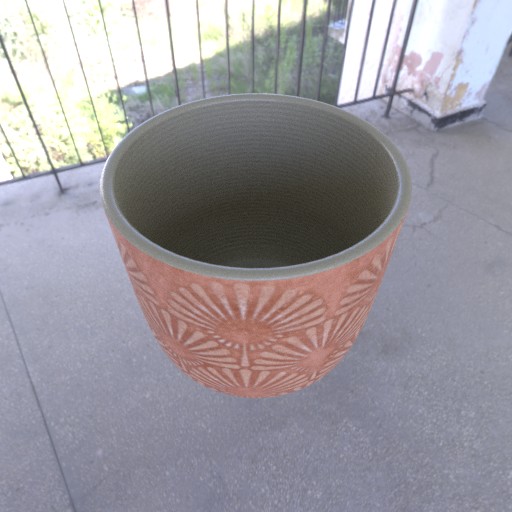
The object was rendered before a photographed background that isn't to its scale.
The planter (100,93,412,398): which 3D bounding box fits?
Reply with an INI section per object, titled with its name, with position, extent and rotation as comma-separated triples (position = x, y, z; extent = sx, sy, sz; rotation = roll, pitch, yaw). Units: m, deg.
[planter]
position = 0.000, 0.000, 0.219
extent = 0.124, 0.109, 0.124
rotation = 0, 46, 0
